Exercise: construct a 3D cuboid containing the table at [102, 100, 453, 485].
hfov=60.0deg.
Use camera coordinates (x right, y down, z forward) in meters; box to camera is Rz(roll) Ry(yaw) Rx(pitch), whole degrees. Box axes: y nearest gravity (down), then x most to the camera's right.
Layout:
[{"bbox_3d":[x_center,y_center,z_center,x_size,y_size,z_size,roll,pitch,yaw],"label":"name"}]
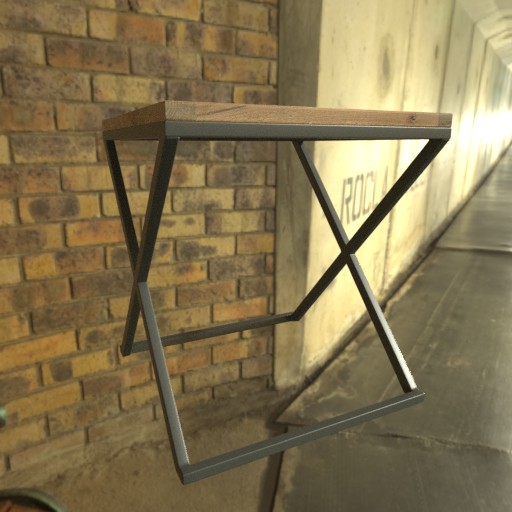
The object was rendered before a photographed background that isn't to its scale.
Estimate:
[{"bbox_3d":[0.000,0.000,0.919,0.499,0.550,0.498,-7,16,-26],"label":"table"}]
